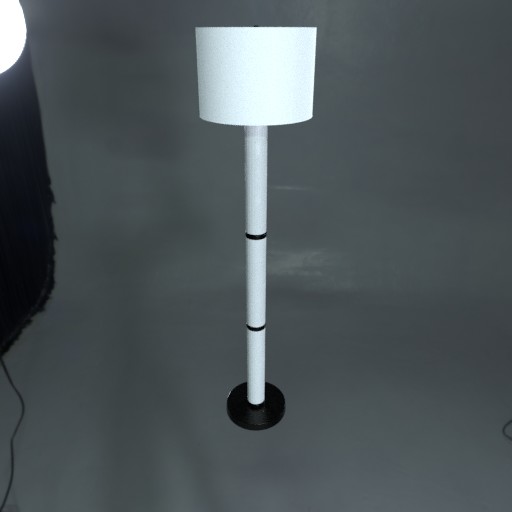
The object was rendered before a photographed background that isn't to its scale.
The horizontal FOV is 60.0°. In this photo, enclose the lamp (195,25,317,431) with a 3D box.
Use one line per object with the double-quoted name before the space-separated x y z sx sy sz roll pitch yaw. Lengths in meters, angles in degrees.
"lamp" 0.000 0.000 1.733 0.377 1.599 0.377 1 27 2
